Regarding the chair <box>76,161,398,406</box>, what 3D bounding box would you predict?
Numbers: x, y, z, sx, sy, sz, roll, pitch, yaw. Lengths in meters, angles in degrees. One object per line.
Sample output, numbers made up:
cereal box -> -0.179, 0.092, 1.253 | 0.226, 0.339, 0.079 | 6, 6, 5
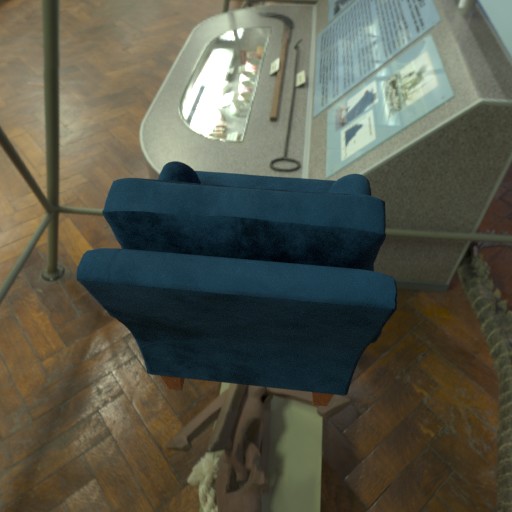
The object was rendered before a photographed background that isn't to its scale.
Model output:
chair -> 0.000, 0.000, 1.798 | 0.895, 1.076, 1.078 | 5, 47, 5
